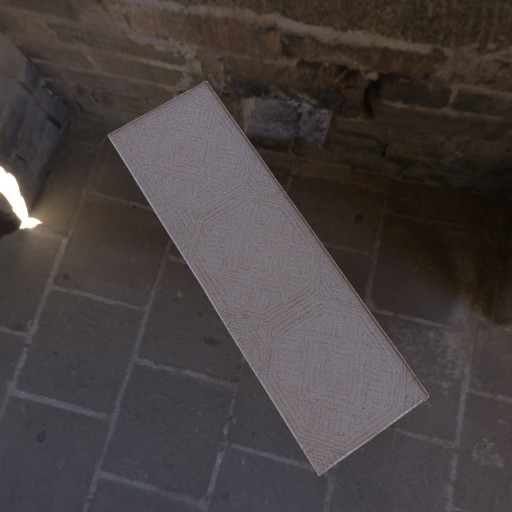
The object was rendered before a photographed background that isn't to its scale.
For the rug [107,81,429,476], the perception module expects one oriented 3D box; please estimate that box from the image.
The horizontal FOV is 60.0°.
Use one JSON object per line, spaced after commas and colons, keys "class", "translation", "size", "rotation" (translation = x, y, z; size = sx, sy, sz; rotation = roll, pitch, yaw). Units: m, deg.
{"class": "rug", "translation": [0.000, 0.000, 2.722], "size": [0.775, 0.012, 2.452], "rotation": [-32, 78, -8]}
